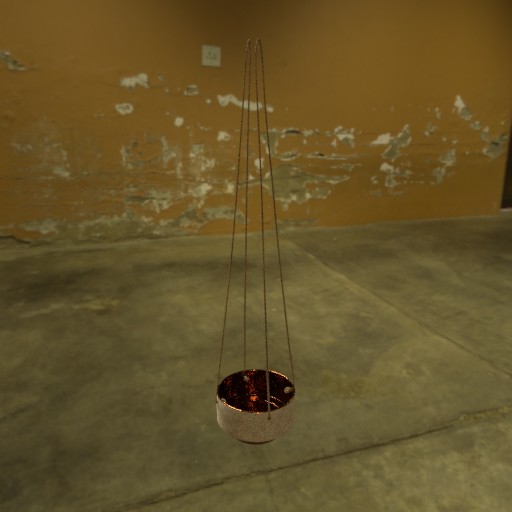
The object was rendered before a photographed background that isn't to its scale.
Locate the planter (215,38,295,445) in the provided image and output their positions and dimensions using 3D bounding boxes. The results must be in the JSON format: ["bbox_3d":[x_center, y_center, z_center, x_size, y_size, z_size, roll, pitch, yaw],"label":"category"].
[{"bbox_3d":[0.000,0.000,1.149,0.223,1.030,0.223,8,17,26],"label":"planter"}]
